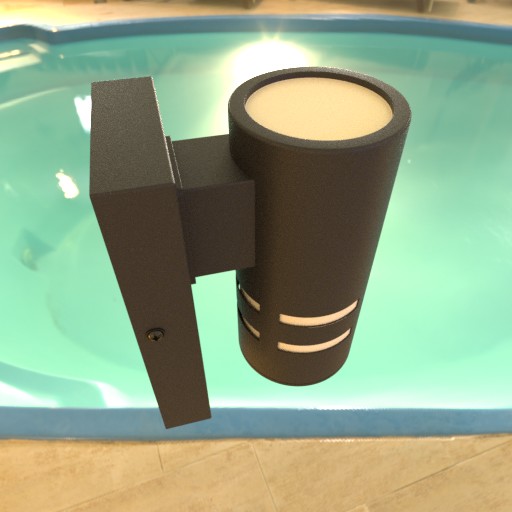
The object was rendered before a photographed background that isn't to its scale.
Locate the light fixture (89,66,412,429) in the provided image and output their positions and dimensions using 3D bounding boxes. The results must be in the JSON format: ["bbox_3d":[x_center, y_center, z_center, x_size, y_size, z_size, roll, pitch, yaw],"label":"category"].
[{"bbox_3d":[0.000,0.000,0.254,0.138,0.179,0.098,-10,46,-10],"label":"light fixture"}]
